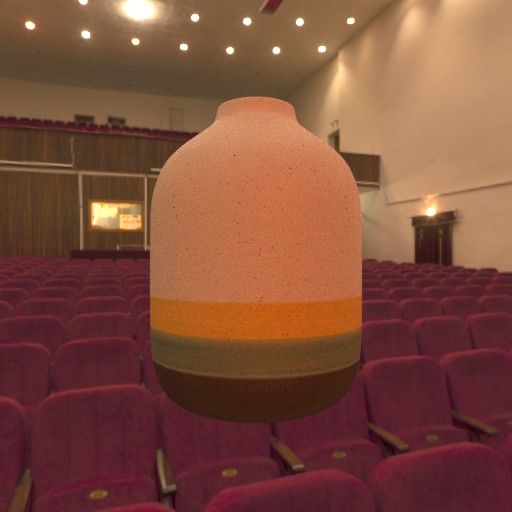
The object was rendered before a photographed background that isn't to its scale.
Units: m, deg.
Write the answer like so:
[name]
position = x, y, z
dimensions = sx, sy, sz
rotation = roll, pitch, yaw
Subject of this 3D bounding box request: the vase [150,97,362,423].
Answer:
[vase]
position = 0.000, 0.000, 0.364
dimensions = 0.169, 0.240, 0.169
rotation = 0, 0, 0
